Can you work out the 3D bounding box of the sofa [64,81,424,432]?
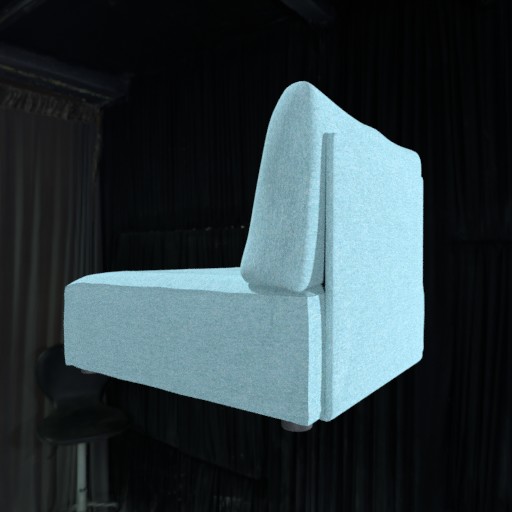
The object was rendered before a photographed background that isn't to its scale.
[{"bbox_3d":[0.000,0.000,1.644,1.000,0.820,0.930,0,0,36],"label":"sofa"}]
